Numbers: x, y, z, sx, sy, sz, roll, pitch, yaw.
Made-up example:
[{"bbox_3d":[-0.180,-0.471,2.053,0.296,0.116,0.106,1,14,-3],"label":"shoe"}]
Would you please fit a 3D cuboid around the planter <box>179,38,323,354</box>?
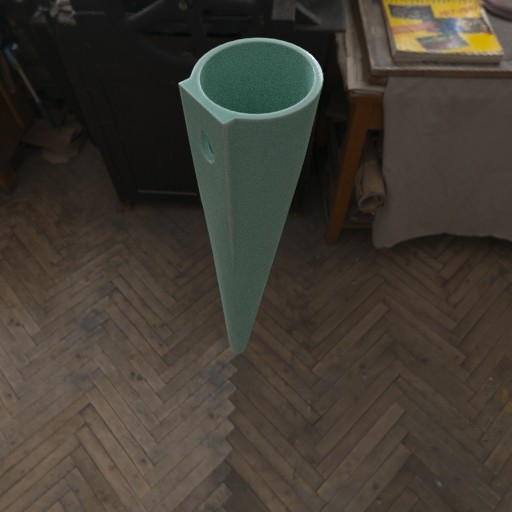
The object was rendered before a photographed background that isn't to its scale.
[{"bbox_3d":[0.000,0.000,0.292,0.055,0.268,0.054,-33,62,-20],"label":"planter"}]
